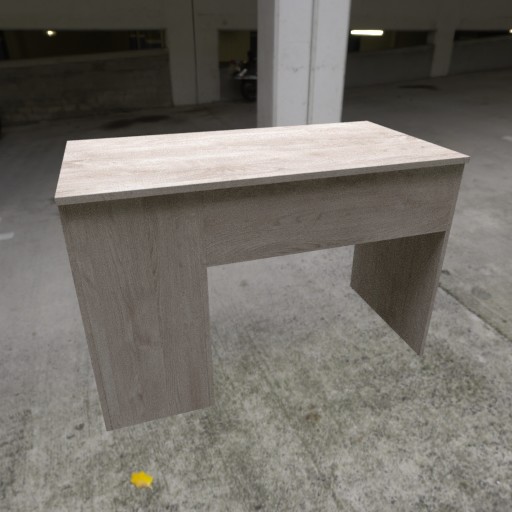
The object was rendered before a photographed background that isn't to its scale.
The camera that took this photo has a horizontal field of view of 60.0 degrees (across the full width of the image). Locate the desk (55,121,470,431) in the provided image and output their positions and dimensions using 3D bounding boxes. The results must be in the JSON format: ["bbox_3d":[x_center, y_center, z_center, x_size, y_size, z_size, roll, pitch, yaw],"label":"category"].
[{"bbox_3d":[0.000,0.000,1.511,1.097,0.735,0.560,-9,29,-16],"label":"desk"}]
